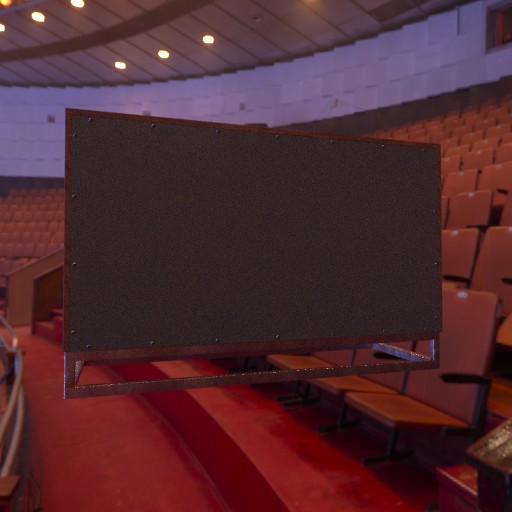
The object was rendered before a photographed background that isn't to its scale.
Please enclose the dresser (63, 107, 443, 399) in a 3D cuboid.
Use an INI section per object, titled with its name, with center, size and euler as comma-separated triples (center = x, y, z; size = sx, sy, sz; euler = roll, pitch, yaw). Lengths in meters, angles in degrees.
[dresser]
center = 0.000, 0.000, 2.142
size = 1.646, 1.061, 0.623
euler = 0, -1, -17
